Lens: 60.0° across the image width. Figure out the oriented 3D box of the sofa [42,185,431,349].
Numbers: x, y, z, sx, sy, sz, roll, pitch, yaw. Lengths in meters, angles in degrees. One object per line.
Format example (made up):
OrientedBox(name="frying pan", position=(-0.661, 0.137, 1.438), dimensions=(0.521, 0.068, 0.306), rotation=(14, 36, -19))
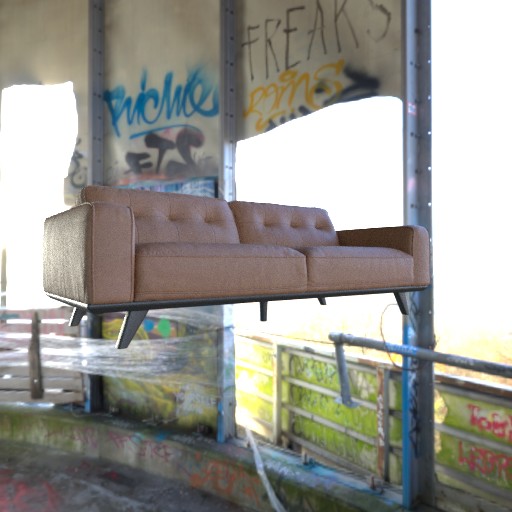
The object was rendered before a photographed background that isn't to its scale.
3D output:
OrientedBox(name="sofa", position=(0.000, 0.000, 2.707), dimensions=(2.270, 0.780, 0.953), rotation=(0, -1, -36))
